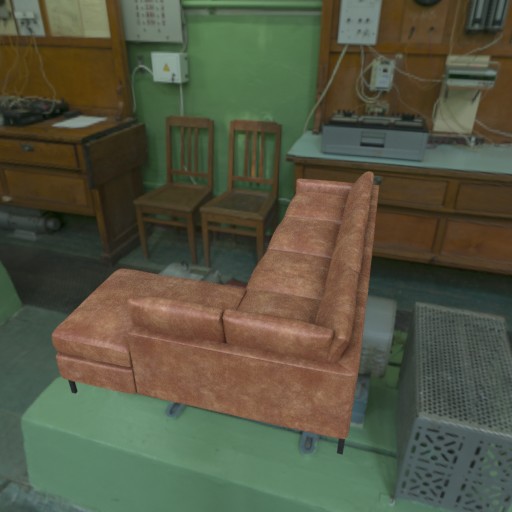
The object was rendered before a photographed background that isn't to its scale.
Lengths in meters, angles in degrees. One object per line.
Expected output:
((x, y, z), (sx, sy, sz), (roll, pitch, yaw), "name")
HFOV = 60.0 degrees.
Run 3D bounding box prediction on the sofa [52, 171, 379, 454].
((0.000, 0.000, 3.881), (1.938, 0.877, 2.984), (8, 31, 13), "sofa")
